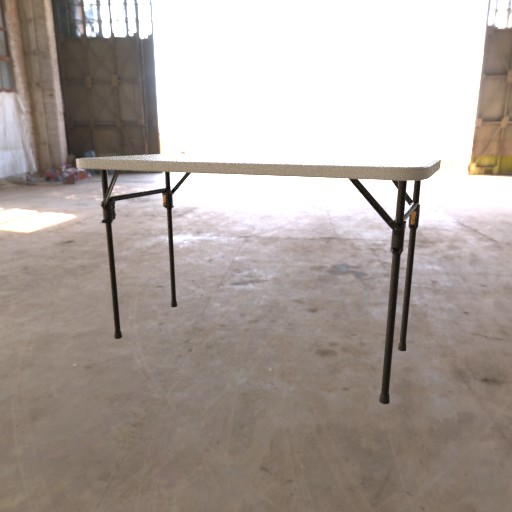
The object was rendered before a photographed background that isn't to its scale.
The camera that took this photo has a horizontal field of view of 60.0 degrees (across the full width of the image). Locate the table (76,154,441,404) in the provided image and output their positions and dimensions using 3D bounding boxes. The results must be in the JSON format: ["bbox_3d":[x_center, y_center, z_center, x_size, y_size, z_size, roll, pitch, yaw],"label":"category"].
[{"bbox_3d":[0.000,0.000,1.695,1.219,0.729,0.610,7,16,25],"label":"table"}]
